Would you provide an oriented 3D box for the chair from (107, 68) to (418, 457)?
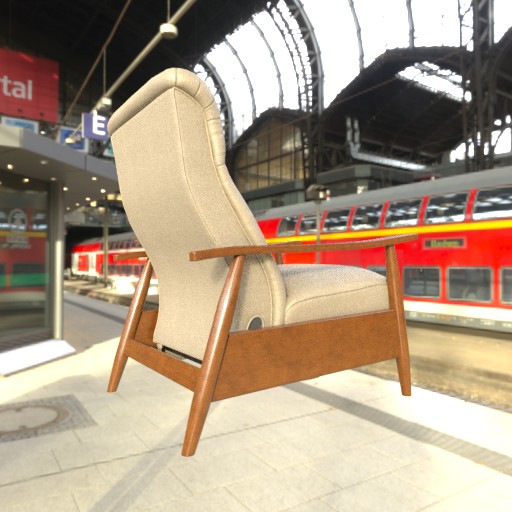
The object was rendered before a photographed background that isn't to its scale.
[{"bbox_3d":[0.000,0.000,1.754,1.032,1.082,0.762,0,-1,-34],"label":"chair"}]
